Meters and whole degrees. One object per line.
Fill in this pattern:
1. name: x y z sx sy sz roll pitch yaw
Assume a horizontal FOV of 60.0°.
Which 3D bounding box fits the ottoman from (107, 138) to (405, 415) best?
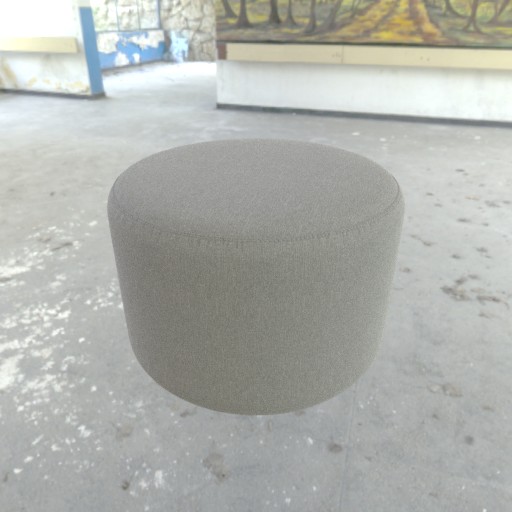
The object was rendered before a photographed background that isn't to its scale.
1. ottoman: 0.000 0.000 1.013 0.608 0.433 0.608 0 29 0
